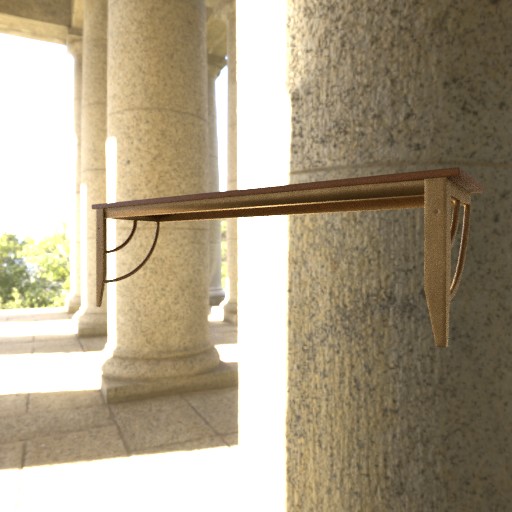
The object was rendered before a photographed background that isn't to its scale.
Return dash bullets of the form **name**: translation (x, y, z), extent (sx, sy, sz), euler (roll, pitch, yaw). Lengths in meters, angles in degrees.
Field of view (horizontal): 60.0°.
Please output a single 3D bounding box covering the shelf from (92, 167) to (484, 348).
- **shelf**: translation (0.000, 0.000, 0.713), extent (0.636, 0.190, 0.166), euler (0, 1, 35)
